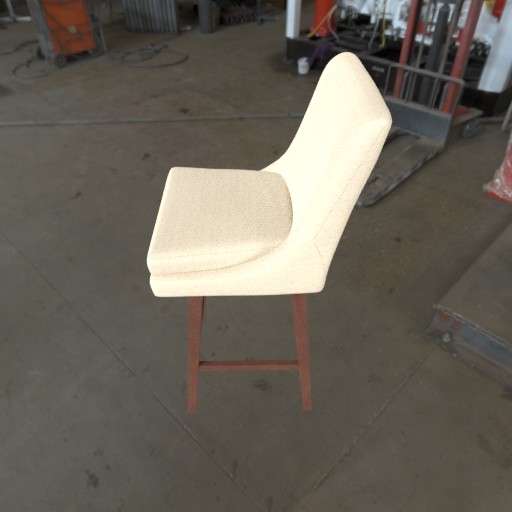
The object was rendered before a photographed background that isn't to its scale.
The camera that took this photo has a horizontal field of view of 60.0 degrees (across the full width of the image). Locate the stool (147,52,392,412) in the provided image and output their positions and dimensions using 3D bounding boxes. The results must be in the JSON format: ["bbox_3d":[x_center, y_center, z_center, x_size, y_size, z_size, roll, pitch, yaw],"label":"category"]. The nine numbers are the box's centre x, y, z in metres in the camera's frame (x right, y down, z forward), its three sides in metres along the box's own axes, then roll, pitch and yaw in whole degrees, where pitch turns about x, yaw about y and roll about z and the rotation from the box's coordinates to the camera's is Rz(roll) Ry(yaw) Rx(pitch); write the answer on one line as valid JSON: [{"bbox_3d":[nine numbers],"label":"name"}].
[{"bbox_3d":[0.000,0.000,1.381,0.559,1.093,0.483,-1,41,-1],"label":"stool"}]
